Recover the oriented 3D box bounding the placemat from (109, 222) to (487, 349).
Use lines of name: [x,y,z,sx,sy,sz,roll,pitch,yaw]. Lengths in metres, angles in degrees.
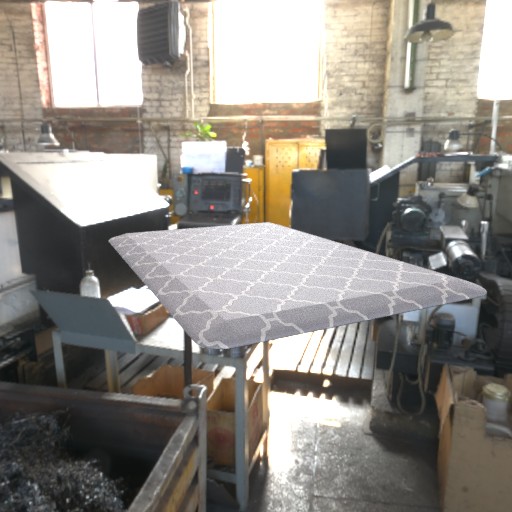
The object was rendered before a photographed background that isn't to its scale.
placemat: [0.000,0.000,0.949,0.508,0.021,0.762,-6,15,-25]
